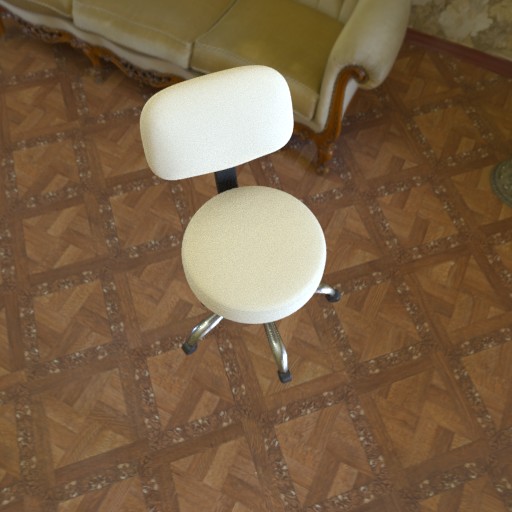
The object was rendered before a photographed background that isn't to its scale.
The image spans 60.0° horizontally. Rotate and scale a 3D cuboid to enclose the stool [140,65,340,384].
[{"bbox_3d":[0.000,0.000,1.286,0.609,0.810,0.616,-18,65,-9],"label":"stool"}]
